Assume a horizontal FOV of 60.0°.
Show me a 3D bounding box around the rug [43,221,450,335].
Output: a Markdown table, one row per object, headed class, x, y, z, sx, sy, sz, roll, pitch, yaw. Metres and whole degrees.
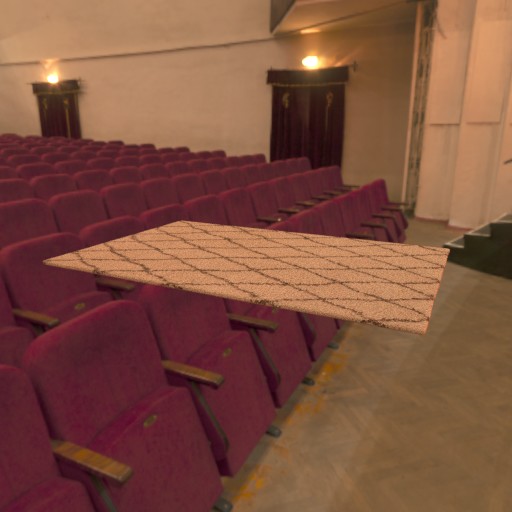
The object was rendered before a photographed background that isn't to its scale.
| class | x | y | z | sx | sy | sz | roll | pitch | yaw |
| --- | --- | --- | --- | --- | --- | --- | --- | --- | --- |
| rug | 0.000 | 0.000 | 3.531 | 2.743 | 0.030 | 1.778 | 8 | 17 | 25 |
